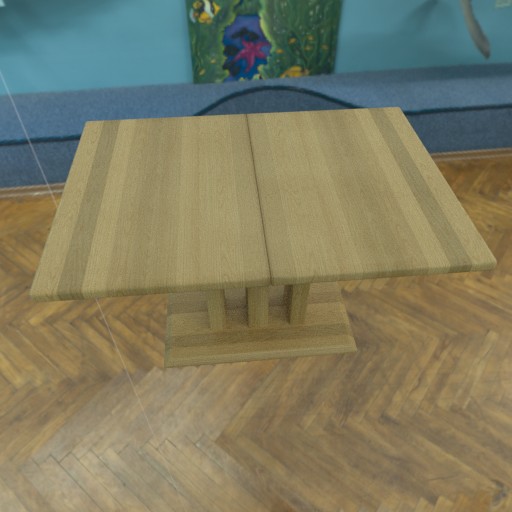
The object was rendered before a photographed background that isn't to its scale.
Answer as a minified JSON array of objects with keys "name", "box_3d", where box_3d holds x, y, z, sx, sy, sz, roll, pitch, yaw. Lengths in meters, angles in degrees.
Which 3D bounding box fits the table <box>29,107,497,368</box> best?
[{"name":"table","box_3d":[0.000,0.000,1.800,1.300,0.770,0.900,-4,47,-4]}]
